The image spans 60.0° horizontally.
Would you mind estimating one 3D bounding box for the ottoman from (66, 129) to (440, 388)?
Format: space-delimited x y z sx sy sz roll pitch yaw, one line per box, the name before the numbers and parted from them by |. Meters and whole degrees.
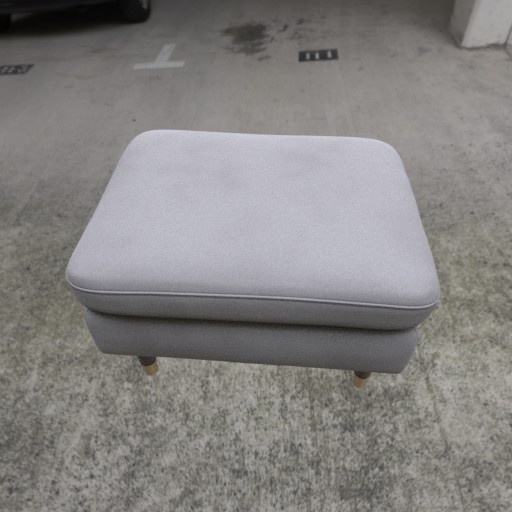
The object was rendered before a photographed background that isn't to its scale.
ottoman | 0.000 0.000 1.150 0.747 0.478 0.593 3 45 3
